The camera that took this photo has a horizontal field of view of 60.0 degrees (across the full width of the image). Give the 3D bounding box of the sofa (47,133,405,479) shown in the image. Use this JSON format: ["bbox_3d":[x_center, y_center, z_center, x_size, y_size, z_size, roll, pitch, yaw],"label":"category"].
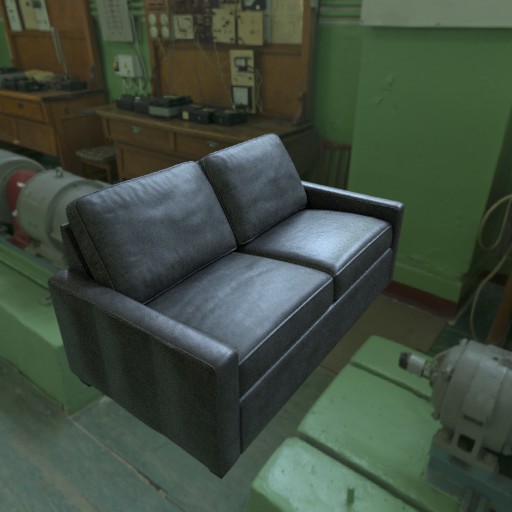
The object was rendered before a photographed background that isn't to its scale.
[{"bbox_3d":[0.000,0.000,2.267,0.939,0.916,1.732,19,33,31],"label":"sofa"}]
